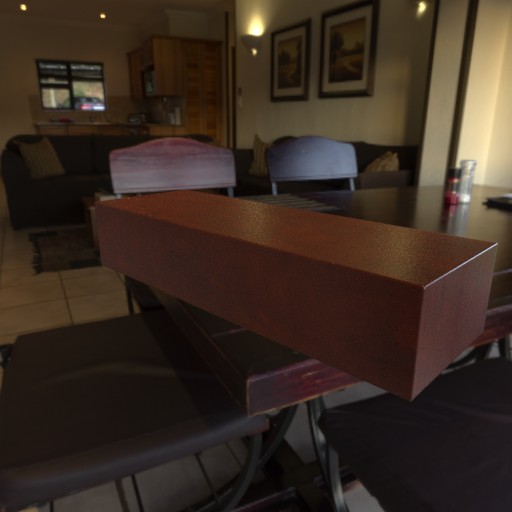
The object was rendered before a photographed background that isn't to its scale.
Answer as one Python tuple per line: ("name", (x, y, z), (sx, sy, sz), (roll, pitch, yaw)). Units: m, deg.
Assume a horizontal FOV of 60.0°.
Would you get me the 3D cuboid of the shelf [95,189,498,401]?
("shelf", (0.000, 0.000, 0.510), (0.457, 0.088, 0.152), (16, 23, 42))
